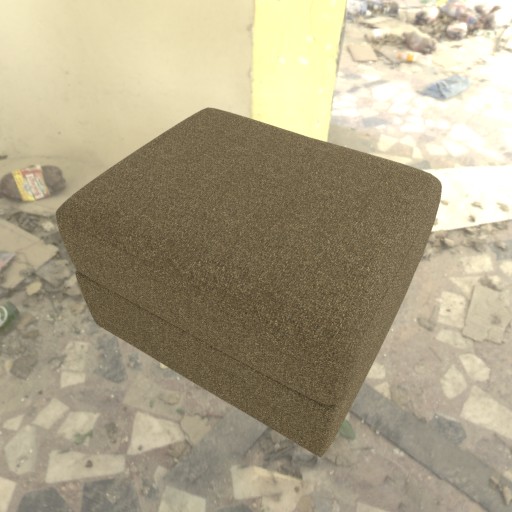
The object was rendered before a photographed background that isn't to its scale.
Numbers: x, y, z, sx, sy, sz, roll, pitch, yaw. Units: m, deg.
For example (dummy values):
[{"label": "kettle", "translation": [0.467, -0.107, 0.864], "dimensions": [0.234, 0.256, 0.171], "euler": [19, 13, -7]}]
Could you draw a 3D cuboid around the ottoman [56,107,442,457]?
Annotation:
[{"label": "ottoman", "translation": [0.000, 0.000, 1.138], "dimensions": [0.742, 0.476, 0.598], "euler": [23, 49, 22]}]
